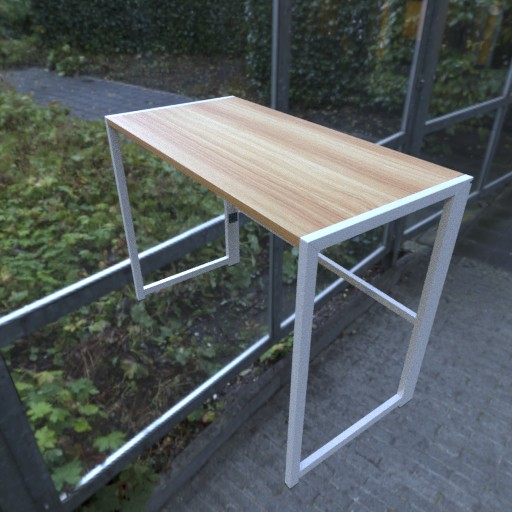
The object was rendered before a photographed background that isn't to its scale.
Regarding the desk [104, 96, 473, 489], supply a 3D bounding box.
[{"bbox_3d":[0.000,0.000,1.445,0.508,0.762,1.016,-21,38,-30],"label":"desk"}]
